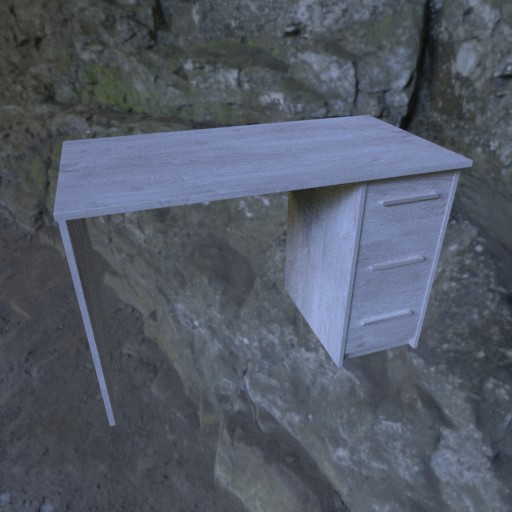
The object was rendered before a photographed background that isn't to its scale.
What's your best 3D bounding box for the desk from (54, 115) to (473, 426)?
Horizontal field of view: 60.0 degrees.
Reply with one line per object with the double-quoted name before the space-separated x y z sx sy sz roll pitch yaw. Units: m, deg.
"desk" 0.000 0.000 1.510 1.097 0.735 0.560 -10 32 -16
